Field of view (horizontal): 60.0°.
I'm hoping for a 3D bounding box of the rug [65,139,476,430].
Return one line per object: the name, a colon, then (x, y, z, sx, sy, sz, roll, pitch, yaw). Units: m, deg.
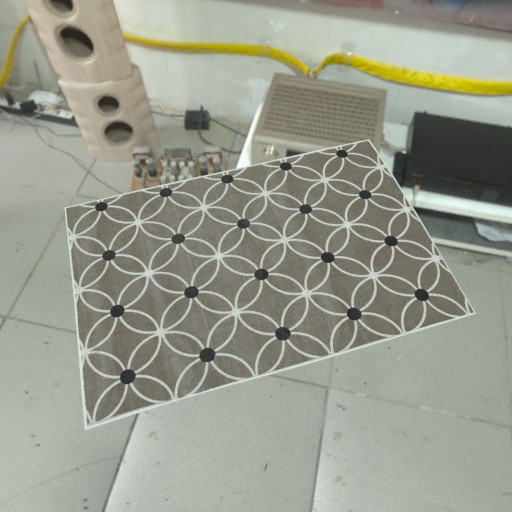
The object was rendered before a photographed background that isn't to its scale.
rug: (0.000, 0.000, 2.830, 2.284, 0.008, 1.522, -14, 59, -9)
